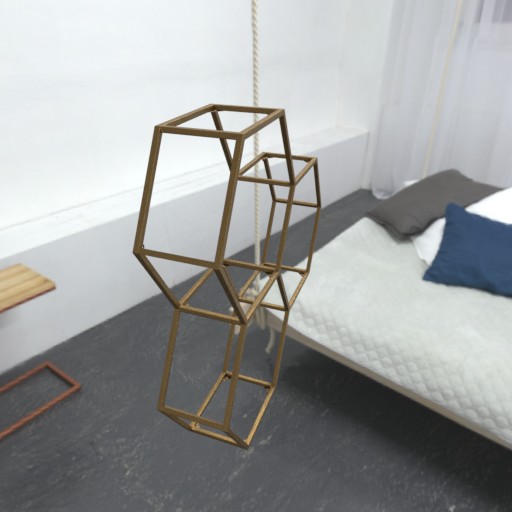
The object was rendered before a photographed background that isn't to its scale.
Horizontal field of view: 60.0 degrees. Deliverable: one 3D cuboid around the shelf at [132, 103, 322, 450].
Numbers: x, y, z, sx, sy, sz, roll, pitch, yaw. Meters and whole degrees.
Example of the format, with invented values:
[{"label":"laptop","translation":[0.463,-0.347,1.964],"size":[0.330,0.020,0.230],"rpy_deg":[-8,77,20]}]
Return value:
[{"label":"shelf","translation":[0.000,0.000,1.050],"size":[0.150,0.701,0.708],"rpy_deg":[10,31,18]}]
